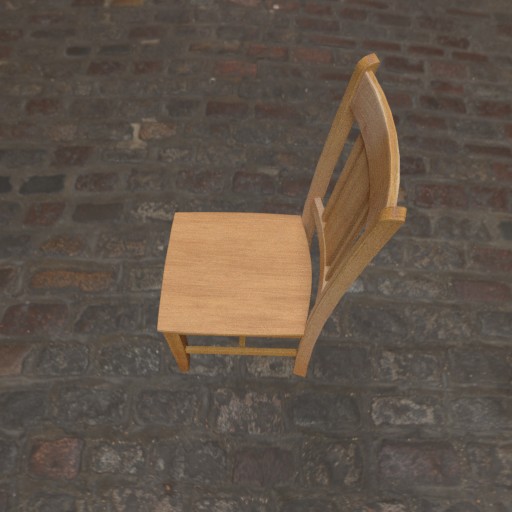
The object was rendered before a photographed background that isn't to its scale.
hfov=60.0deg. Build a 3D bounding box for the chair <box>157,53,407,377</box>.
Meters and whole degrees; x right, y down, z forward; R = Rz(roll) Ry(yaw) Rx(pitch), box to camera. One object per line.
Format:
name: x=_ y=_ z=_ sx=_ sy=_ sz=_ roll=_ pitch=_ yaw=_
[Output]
chair: x=0.000 y=0.000 z=1.283 sx=0.556 sy=0.998 sz=0.450 roll=1 pitch=59 yaw=1
